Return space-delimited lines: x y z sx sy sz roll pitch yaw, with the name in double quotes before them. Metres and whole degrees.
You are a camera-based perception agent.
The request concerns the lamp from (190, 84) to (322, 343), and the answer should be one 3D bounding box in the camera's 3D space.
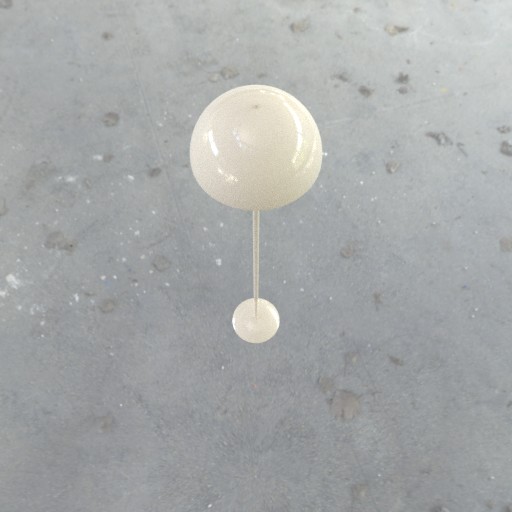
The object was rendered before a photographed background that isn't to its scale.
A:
"lamp" 0.000 0.000 1.614 0.328 1.480 0.328 -16 65 -8
